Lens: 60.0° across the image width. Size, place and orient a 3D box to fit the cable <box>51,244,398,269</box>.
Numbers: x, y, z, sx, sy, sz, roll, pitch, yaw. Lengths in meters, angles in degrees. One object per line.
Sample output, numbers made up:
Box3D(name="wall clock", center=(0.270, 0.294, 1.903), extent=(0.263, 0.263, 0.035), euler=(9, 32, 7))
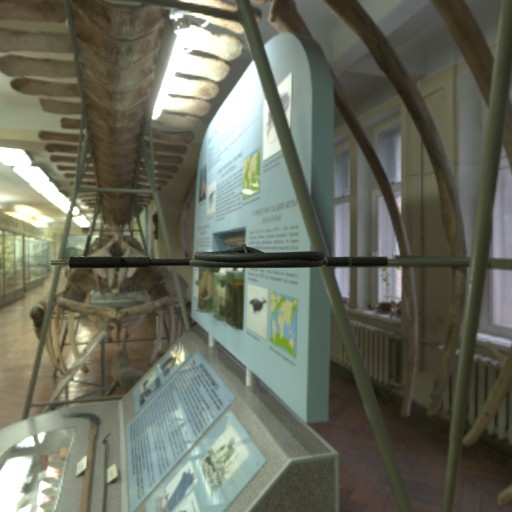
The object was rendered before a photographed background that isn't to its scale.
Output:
Box3D(name="cable", center=(0.000, 0.000, 0.232), extent=(0.203, 0.014, 0.070), euler=(0, 0, -17))
